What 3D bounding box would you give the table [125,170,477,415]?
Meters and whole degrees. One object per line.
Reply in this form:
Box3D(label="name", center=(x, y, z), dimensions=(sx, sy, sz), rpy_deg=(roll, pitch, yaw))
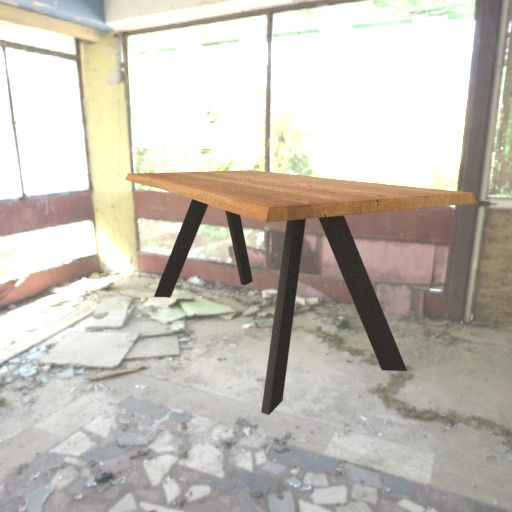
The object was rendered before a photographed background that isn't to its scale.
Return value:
Box3D(label="table", center=(0.000, 0.000, 2.287), dimensions=(0.900, 0.770, 1.800), rpy_deg=(-7, 16, -27))
